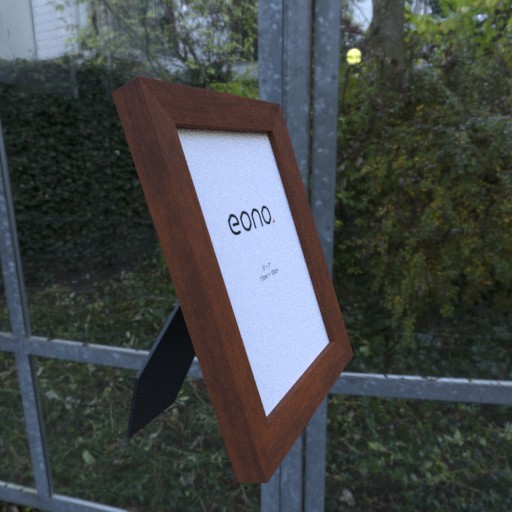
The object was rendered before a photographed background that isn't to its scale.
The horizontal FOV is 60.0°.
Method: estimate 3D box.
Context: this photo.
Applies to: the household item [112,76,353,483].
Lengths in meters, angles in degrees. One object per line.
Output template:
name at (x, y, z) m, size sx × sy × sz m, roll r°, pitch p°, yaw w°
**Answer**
household item at (0.000, 0.000, 0.292) m, size 0.096 × 0.204 × 0.160 m, roll 7°, pitch 16°, yaw 27°
